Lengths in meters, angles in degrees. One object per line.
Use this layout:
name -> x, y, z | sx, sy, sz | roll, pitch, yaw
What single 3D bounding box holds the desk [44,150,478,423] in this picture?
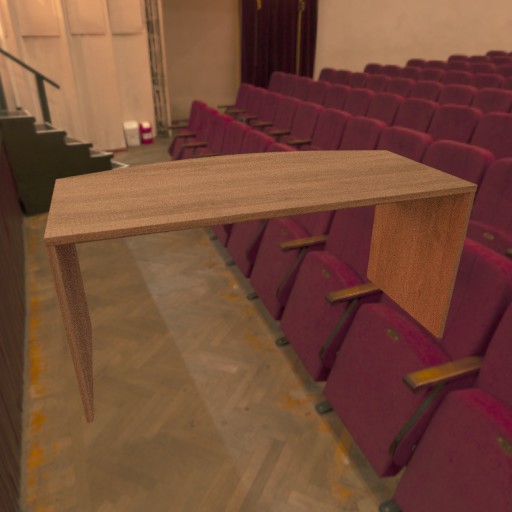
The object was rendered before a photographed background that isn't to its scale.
desk -> 0.000, 0.000, 2.047 | 1.600, 0.752, 0.802 | -9, 28, -17
